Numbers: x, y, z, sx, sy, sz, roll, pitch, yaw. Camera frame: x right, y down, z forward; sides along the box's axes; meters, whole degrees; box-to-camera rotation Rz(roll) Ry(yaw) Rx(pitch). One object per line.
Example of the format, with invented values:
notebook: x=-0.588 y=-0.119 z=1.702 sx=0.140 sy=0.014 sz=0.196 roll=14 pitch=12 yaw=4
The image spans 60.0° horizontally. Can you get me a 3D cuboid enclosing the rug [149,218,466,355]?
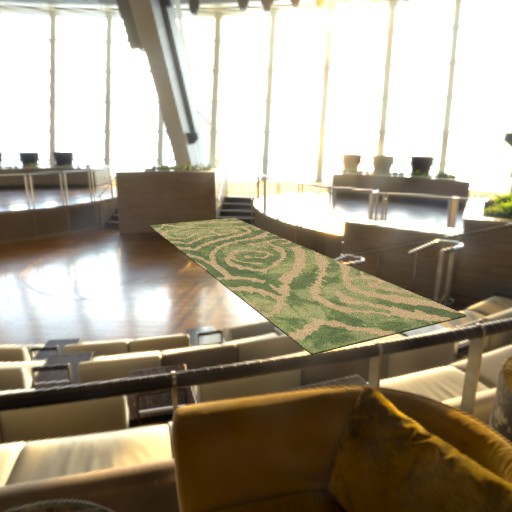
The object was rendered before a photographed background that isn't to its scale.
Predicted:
rug: x=0.000 y=0.000 z=2.734 sx=0.761 sy=0.006 sz=2.438 roll=-7 pitch=17 yaw=-25
